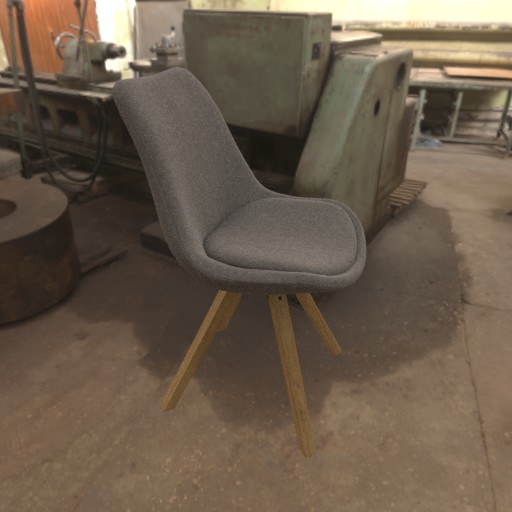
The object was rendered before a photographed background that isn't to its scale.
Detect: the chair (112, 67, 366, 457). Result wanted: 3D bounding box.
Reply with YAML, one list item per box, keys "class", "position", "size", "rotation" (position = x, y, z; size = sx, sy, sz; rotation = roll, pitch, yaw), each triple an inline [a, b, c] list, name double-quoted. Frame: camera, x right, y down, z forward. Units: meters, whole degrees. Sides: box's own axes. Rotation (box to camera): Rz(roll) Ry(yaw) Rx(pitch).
- class: "chair"
  position: [0.000, 0.000, 1.151]
  size: [0.550, 0.865, 0.483]
  rotation: [10, 31, 17]
